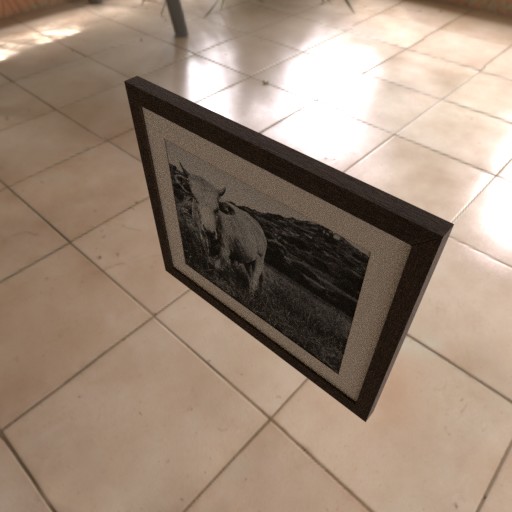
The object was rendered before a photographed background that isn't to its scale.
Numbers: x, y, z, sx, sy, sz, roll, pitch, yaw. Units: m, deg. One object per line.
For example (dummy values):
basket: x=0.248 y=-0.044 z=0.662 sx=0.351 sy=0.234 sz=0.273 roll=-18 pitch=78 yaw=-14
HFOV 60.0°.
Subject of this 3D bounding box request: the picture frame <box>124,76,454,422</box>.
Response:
picture frame: x=0.000 y=0.000 z=0.758 sx=0.546 sy=0.455 sz=0.026 roll=33 pitch=54 yaw=28
